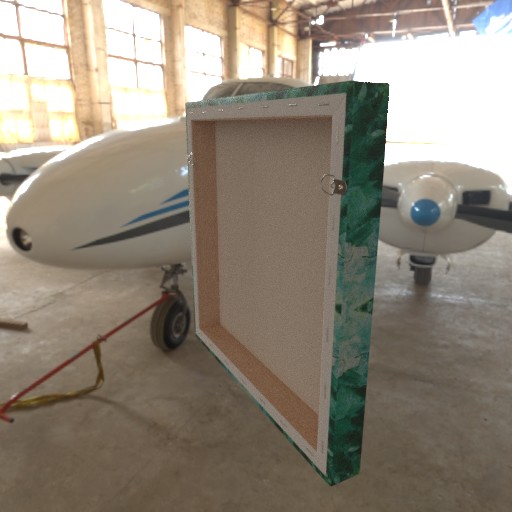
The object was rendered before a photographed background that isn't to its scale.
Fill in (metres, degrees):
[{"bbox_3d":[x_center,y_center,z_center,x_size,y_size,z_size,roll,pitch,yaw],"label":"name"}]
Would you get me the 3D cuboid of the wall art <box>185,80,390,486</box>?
[{"bbox_3d":[0.000,0.000,0.458,0.033,0.313,0.313,-9,18,-27],"label":"wall art"}]
